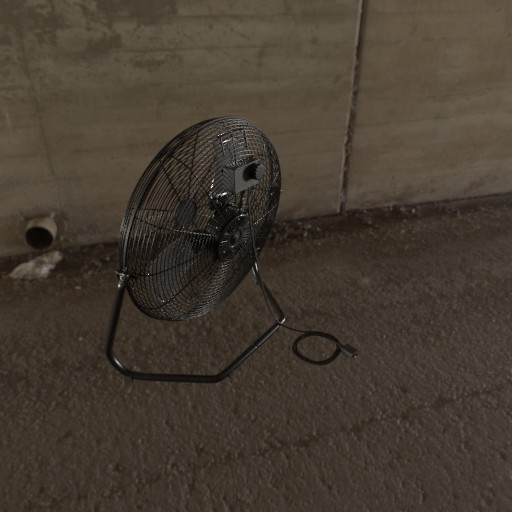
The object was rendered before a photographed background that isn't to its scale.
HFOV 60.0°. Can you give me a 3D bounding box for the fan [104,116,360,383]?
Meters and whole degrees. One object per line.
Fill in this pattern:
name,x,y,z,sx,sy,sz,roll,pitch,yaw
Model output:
fan,0.000,0.000,1.039,0.470,0.605,0.595,21,37,31
